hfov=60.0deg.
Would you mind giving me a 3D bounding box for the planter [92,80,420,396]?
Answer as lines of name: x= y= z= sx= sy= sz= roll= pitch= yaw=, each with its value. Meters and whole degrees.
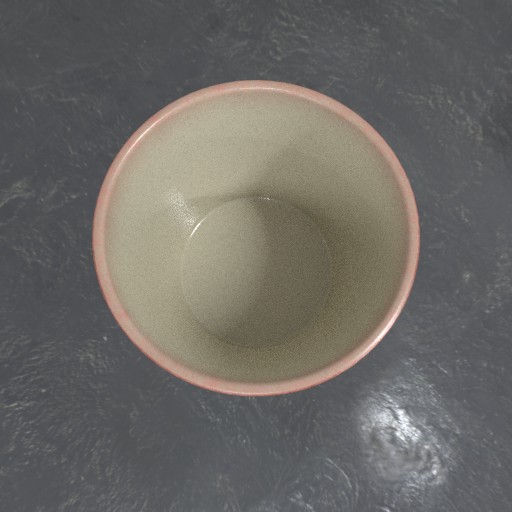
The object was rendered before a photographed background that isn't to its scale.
planter: x=0.000 y=0.000 z=0.483 sx=0.273 sy=0.237 sz=0.273 roll=0 pitch=77 yaw=0
